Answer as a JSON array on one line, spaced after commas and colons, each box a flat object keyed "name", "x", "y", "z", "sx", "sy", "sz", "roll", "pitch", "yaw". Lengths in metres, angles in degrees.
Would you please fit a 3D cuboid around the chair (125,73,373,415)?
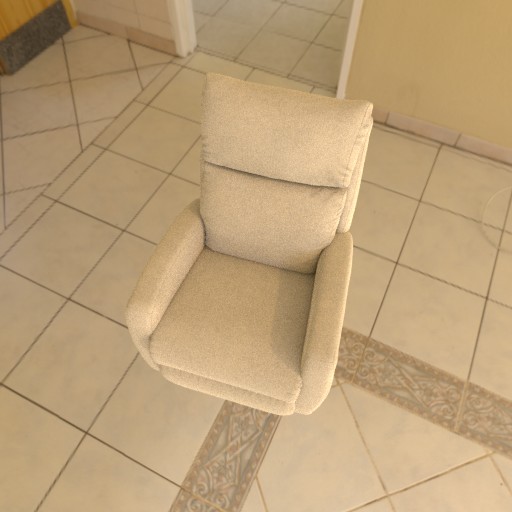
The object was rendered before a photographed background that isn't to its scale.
[{"name": "chair", "x": 0.000, "y": 0.000, "z": 1.751, "sx": 0.794, "sy": 1.021, "sz": 0.940, "roll": 14, "pitch": 59, "yaw": 9}]
